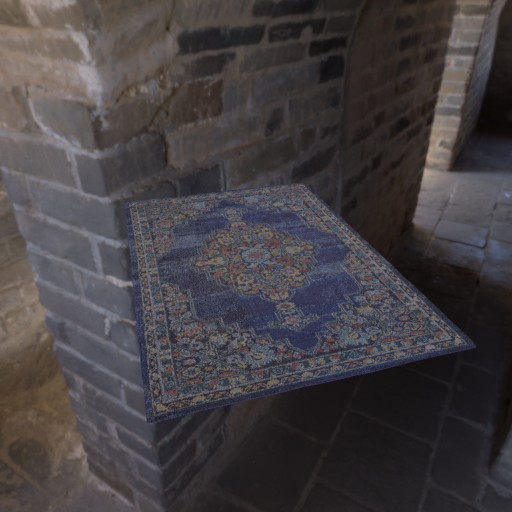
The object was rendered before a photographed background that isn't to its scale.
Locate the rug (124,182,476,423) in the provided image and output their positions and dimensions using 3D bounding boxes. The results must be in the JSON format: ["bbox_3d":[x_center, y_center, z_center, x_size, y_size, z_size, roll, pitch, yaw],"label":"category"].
[{"bbox_3d":[0.000,0.000,3.745,2.053,0.011,2.940,-9,32,-14],"label":"rug"}]
